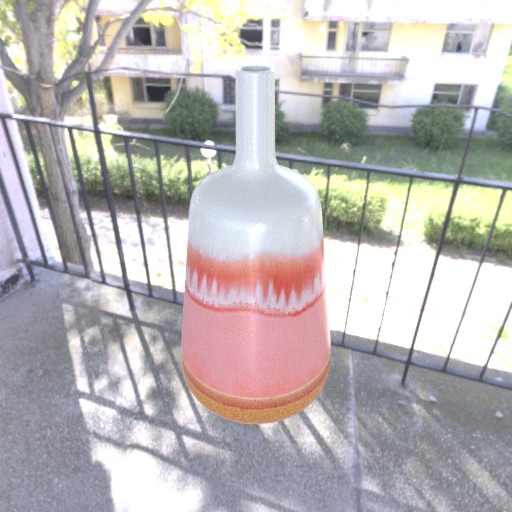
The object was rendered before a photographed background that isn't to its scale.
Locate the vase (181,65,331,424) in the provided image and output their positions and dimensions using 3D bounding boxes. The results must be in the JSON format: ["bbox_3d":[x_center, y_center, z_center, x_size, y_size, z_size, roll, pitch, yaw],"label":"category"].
[{"bbox_3d":[0.000,0.000,0.375,0.144,0.296,0.144,0,32,0],"label":"vase"}]
